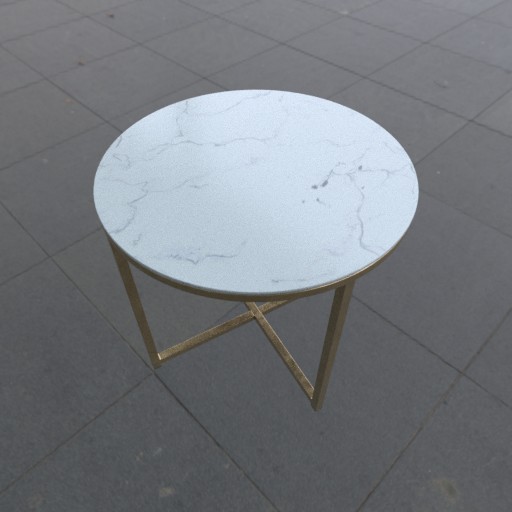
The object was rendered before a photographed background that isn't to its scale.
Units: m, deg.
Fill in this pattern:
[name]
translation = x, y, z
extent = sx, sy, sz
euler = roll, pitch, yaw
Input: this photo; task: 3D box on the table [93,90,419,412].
[table]
translation = 0.000, 0.000, 0.856
extent = 0.500, 0.420, 0.500
euler = 0, 48, 0
